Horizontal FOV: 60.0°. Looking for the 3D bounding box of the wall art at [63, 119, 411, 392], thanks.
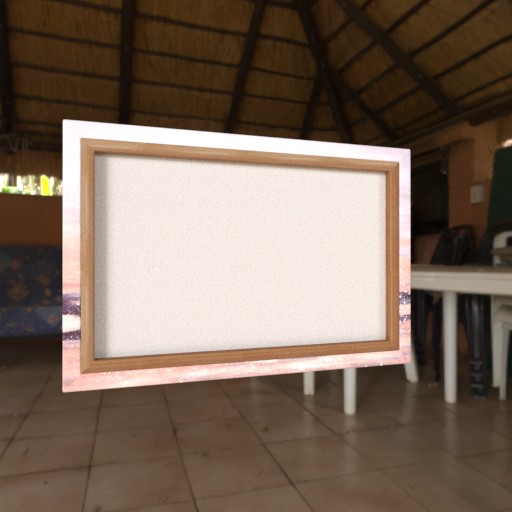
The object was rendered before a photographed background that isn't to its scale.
[{"bbox_3d":[0.000,0.000,1.141,0.913,0.609,0.038,0,0,-18],"label":"wall art"}]
